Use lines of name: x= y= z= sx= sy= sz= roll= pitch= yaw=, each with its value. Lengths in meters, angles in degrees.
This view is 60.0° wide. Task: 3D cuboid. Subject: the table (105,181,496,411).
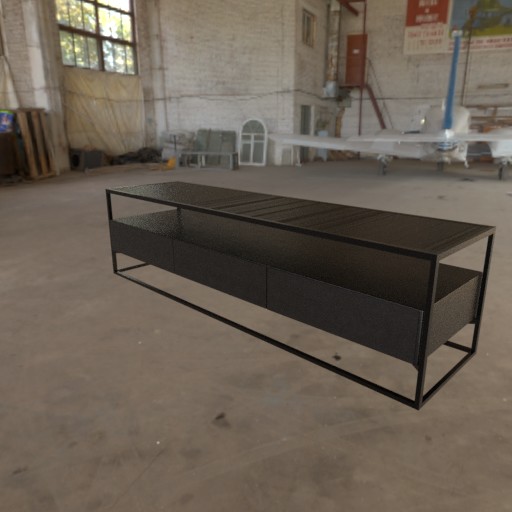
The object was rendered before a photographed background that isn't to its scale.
table: x=0.000 y=0.000 z=1.654 sx=1.486 sy=0.395 sz=0.399 roll=16 pitch=23 yaw=42
